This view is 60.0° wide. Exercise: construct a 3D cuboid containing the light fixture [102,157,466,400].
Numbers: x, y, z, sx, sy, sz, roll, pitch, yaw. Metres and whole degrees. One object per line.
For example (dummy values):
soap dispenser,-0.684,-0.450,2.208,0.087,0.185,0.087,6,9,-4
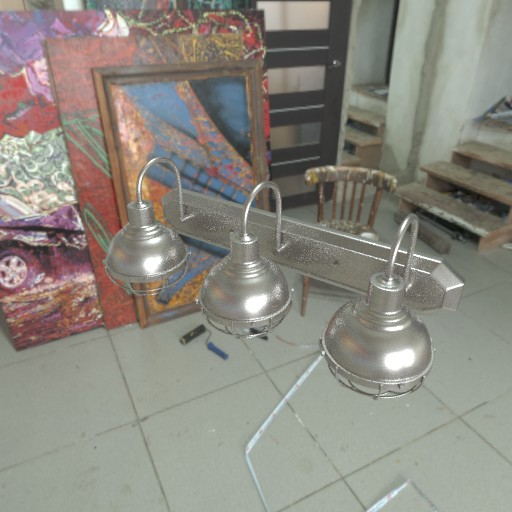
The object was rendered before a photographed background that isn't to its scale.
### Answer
light fixture,0.000,0.000,0.761,0.634,0.254,0.229,18,35,29
